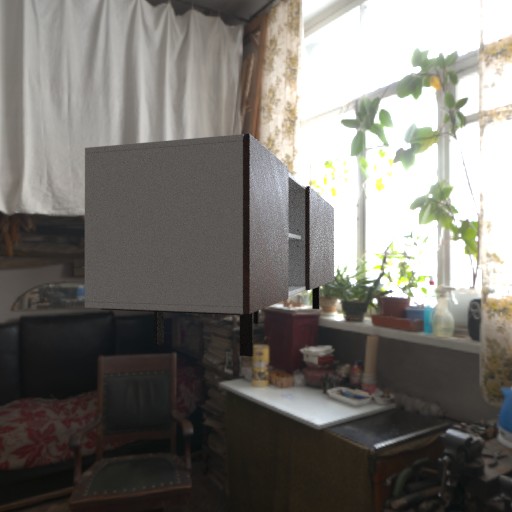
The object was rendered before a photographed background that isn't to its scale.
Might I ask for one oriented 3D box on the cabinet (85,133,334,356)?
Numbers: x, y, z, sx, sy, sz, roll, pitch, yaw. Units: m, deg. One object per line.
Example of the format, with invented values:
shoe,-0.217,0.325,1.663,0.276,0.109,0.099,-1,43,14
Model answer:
cabinet,0.000,0.000,1.754,0.431,0.533,1.499,0,0,17
